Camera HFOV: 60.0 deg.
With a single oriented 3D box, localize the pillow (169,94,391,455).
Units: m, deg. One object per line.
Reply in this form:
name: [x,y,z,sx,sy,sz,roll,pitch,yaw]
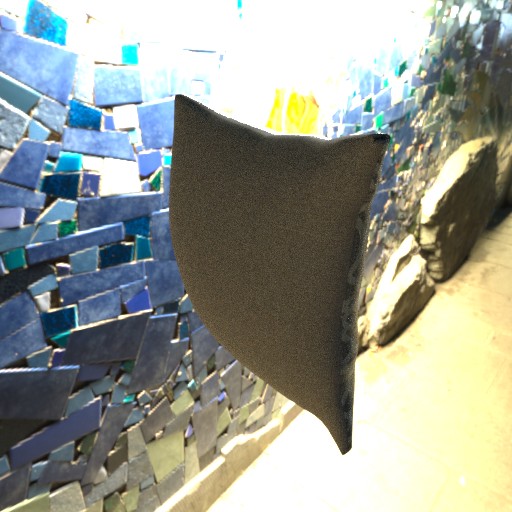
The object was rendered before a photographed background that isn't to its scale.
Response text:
pillow: [0.000,0.000,0.780,0.215,0.498,0.508,-17,31,-31]
